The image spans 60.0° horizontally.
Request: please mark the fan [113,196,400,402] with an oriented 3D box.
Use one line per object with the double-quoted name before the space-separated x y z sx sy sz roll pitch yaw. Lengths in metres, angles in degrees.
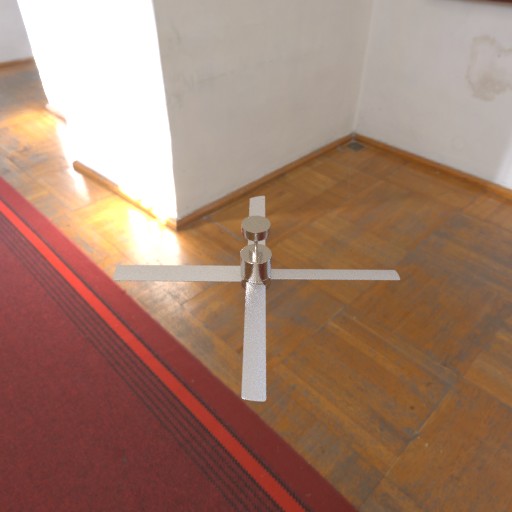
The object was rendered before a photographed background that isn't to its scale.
"fan" 0.000 0.000 1.992 1.322 0.355 1.322 0 40 1
